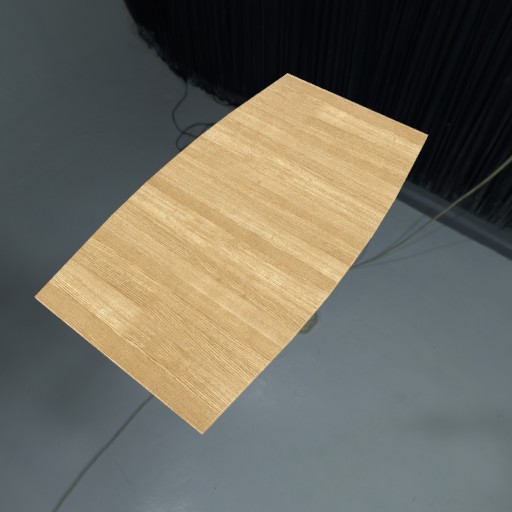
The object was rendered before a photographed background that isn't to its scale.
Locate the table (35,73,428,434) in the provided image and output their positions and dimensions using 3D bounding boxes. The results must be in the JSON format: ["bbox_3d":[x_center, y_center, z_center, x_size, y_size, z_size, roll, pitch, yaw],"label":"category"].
[{"bbox_3d":[0.000,0.000,2.109,0.900,0.748,1.598,32,62,19],"label":"table"}]
